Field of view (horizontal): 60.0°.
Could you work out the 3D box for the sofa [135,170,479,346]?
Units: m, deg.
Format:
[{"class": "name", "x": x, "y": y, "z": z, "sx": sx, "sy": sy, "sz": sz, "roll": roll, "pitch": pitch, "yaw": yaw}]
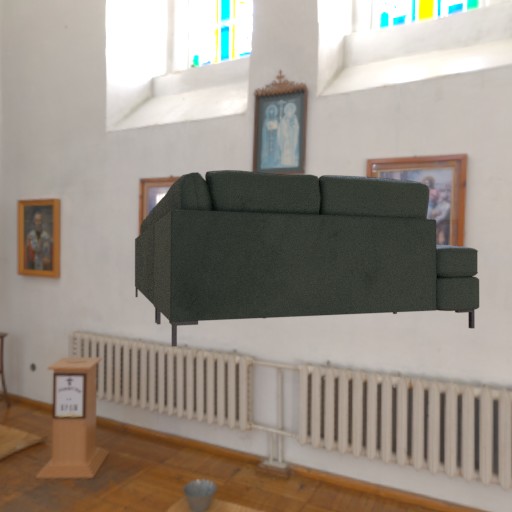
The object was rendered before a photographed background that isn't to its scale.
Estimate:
[{"class": "sofa", "x": 0.000, "y": 0.000, "z": 4.227, "sx": 2.048, "sy": 0.996, "sz": 3.384, "roll": 0, "pitch": -1, "yaw": -18}]
